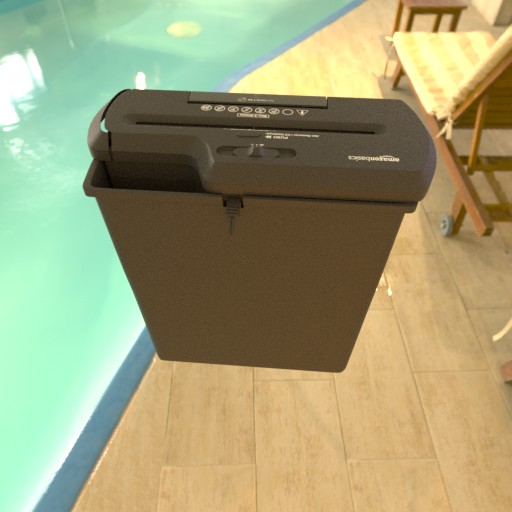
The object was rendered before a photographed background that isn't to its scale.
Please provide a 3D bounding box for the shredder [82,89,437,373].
[{"bbox_3d":[0.000,0.000,0.510,0.320,0.335,0.170,3,48,3],"label":"shredder"}]
